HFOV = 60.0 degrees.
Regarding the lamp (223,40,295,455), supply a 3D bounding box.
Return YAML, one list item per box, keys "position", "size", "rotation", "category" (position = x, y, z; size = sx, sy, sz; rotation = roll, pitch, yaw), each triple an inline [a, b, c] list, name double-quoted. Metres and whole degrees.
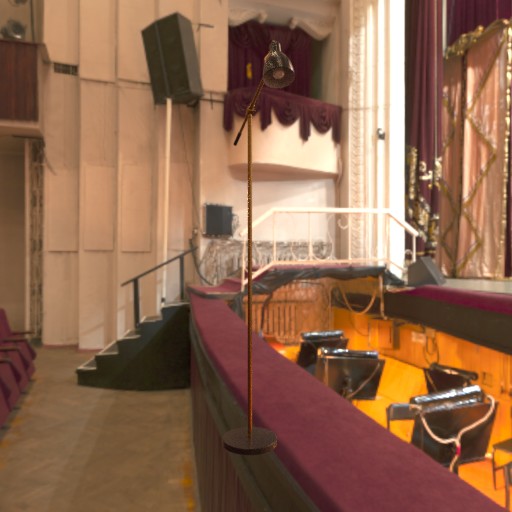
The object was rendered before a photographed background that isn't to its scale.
- position: [0.000, 0.000, 1.854]
  size: [0.235, 1.628, 0.618]
  rotation: [0, 0, -19]
  category: "lamp"
